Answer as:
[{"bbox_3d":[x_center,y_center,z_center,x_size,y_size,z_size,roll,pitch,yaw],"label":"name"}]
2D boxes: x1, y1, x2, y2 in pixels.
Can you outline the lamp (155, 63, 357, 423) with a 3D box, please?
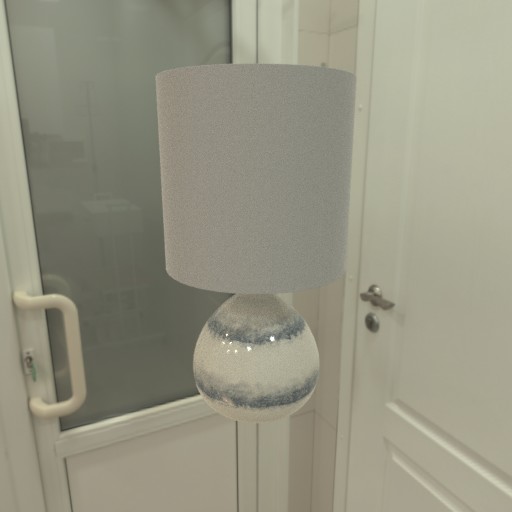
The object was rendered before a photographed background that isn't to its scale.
[{"bbox_3d":[0.000,0.000,0.541,0.216,0.404,0.216,-7,17,-26],"label":"lamp"}]
